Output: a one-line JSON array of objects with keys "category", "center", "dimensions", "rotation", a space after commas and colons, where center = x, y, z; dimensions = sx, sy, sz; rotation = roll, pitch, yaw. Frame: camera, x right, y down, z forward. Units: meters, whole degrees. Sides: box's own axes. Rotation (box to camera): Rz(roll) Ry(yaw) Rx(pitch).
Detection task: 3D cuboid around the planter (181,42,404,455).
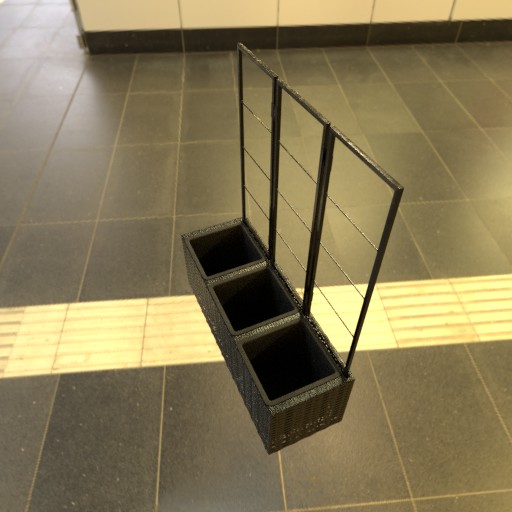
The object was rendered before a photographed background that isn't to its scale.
[{"category": "planter", "center": [0.000, 0.000, 1.186], "dimensions": [0.244, 0.841, 0.698], "rotation": [-18, 49, -17]}]
